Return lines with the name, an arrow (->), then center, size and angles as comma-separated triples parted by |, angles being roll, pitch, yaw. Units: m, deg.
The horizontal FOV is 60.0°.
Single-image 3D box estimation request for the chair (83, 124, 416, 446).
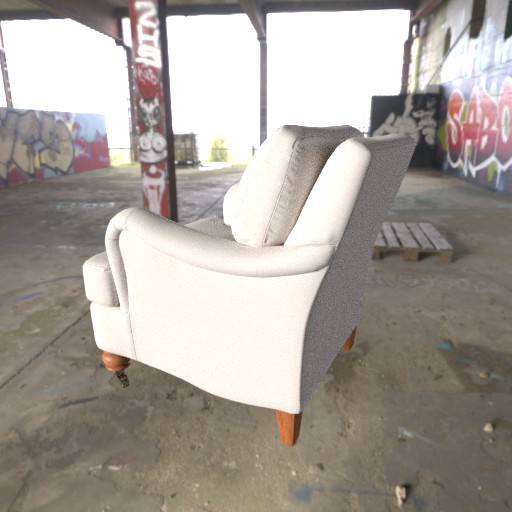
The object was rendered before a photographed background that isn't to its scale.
chair -> 0.000, 0.000, 1.822 | 1.070, 1.038, 0.955 | 8, 18, 25
